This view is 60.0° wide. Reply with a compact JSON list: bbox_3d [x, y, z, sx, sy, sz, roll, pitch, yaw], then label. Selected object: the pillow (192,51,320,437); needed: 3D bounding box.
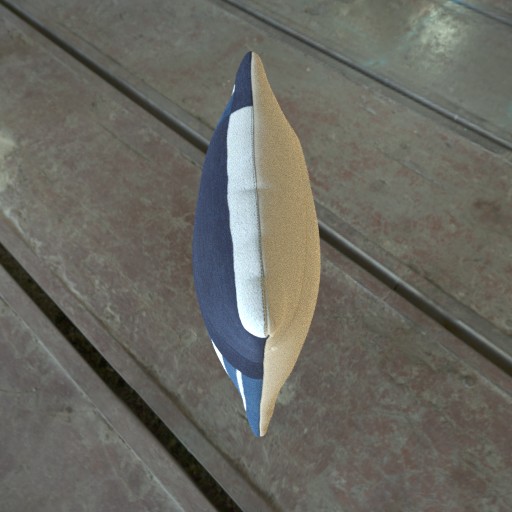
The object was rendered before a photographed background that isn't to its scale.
[{"bbox_3d":[0.000,0.000,0.811,0.229,0.506,0.536,-2,58,-1],"label":"pillow"}]
